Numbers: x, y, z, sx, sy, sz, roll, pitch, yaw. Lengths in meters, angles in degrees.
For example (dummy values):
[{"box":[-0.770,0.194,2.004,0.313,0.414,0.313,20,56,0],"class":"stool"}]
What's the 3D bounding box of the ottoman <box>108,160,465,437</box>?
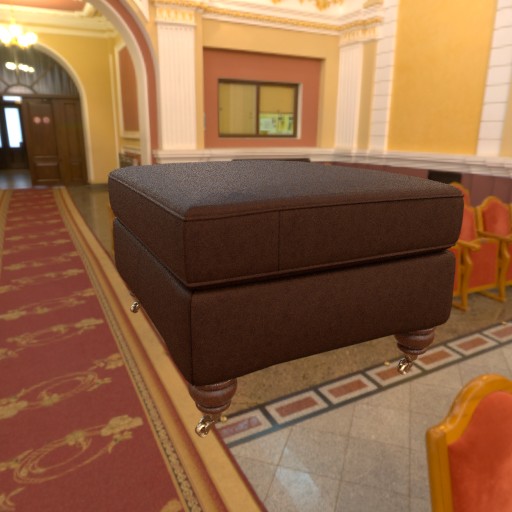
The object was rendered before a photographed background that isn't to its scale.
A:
[{"box":[0.000,0.000,1.817,0.967,0.730,1.187,-8,18,-25],"class":"ottoman"}]
